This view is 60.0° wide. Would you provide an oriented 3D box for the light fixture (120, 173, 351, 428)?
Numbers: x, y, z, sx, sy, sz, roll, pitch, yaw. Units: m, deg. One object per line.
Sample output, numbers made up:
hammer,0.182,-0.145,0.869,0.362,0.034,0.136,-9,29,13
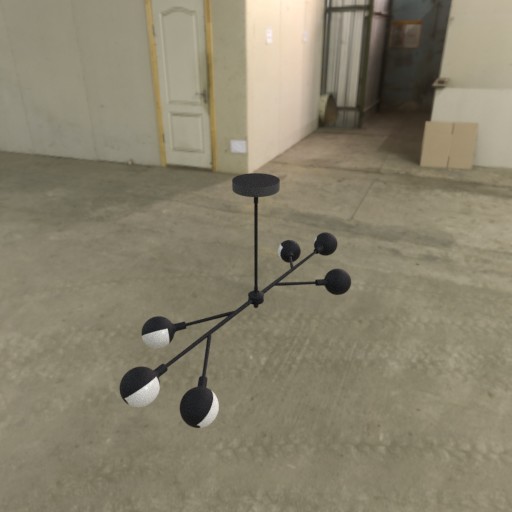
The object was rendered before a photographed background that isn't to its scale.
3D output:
light fixture,0.000,0.000,1.022,0.778,0.362,0.434,-20,33,-34
